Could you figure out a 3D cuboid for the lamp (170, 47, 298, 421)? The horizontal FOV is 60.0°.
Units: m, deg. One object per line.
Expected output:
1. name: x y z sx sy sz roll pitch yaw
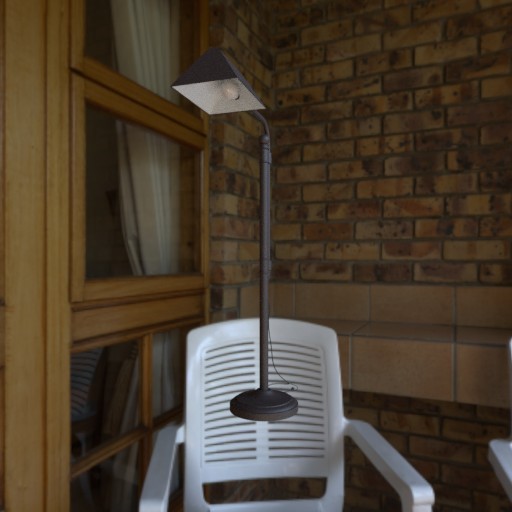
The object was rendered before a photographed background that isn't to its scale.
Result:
1. lamp: 0.000 0.000 0.972 0.159 0.708 0.545 0 0 18
